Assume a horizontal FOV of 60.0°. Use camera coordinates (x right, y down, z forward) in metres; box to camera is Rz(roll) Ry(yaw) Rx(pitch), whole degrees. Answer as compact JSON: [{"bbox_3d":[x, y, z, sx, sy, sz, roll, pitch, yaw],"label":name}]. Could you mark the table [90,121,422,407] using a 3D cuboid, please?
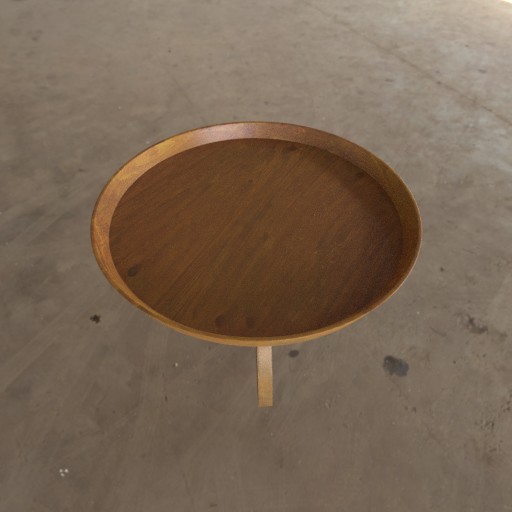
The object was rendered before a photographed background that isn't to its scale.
[{"bbox_3d":[0.000,0.000,1.537,1.016,0.470,1.016,0,45,0],"label":"table"}]
